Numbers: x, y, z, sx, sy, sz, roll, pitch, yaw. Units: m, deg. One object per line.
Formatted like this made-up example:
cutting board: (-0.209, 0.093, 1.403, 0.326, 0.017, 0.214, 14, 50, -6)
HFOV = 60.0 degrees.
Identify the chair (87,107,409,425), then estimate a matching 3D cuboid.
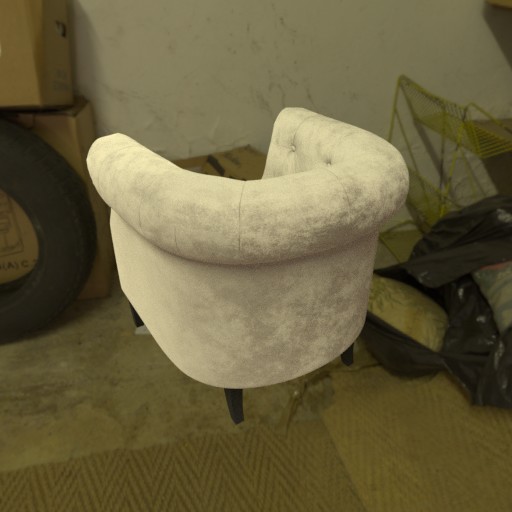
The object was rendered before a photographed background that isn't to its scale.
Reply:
chair: (0.000, 0.000, 1.545, 0.904, 0.826, 0.851, -18, 35, -28)
